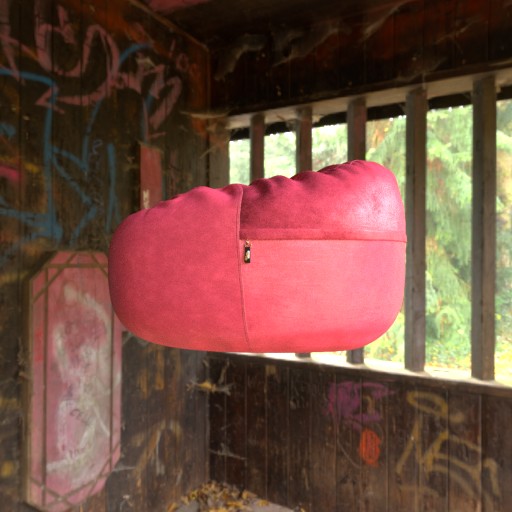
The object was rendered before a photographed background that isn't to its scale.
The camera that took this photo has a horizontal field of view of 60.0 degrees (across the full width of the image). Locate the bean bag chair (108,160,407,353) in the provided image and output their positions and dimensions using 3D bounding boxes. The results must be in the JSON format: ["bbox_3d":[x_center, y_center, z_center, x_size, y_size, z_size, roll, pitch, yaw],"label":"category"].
[{"bbox_3d":[0.000,0.000,2.414,1.524,0.878,1.524,0,0,1],"label":"bean bag chair"}]
